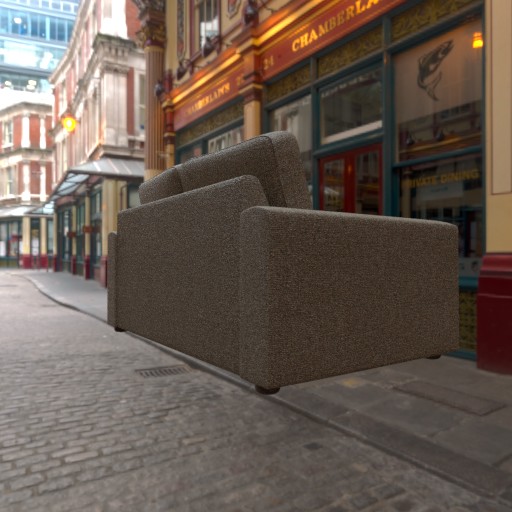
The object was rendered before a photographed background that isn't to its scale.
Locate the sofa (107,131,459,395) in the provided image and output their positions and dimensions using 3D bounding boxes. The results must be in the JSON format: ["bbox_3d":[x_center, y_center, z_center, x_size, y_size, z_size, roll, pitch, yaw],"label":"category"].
[{"bbox_3d":[0.000,0.000,2.223,1.016,0.873,1.616,0,-1,-35],"label":"sofa"}]
